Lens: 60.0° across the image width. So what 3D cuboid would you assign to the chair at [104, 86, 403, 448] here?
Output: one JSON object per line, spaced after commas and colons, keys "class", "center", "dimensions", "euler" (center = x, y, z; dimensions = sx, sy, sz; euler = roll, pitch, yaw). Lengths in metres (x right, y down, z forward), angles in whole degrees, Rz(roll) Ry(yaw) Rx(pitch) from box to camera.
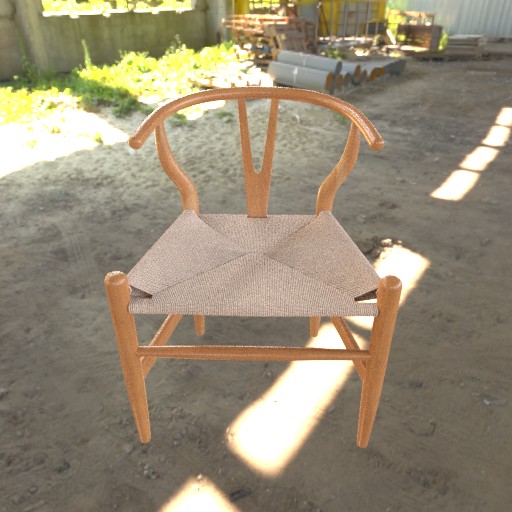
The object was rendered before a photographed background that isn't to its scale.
{"class": "chair", "center": [0.000, 0.000, 1.128], "dimensions": [0.569, 0.730, 0.579], "euler": [1, 30, 1]}
